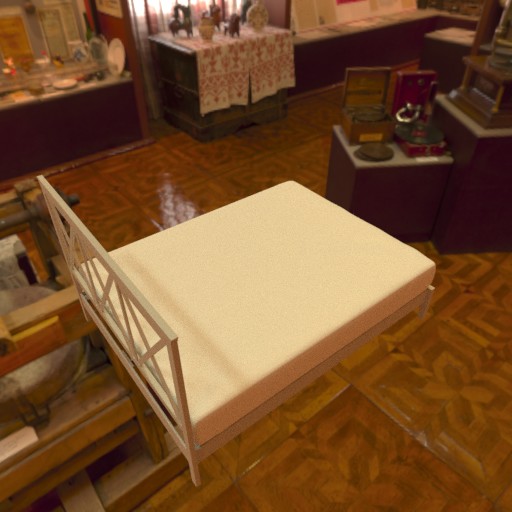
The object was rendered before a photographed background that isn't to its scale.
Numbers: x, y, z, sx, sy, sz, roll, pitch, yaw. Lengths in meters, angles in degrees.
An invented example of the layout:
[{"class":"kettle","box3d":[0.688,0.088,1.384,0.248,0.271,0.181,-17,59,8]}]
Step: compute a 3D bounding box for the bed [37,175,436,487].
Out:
[{"class":"bed","box3d":[0.000,0.000,3.126,2.135,1.253,1.673,-26,45,-29]}]
